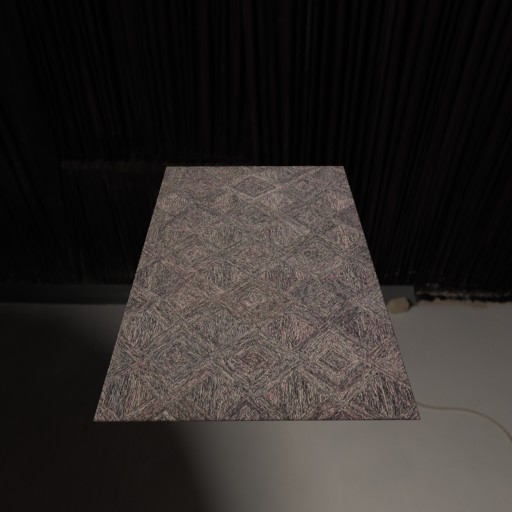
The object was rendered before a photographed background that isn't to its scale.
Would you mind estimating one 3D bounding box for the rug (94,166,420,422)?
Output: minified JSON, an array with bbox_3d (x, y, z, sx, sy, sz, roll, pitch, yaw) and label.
[{"bbox_3d":[0.000,0.000,2.901,1.501,0.017,2.298,0,41,0],"label":"rug"}]
